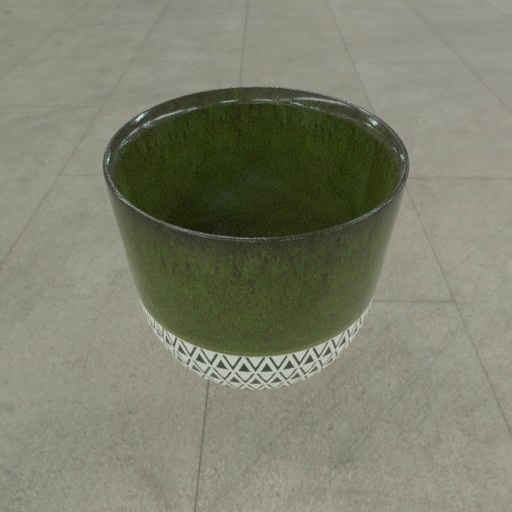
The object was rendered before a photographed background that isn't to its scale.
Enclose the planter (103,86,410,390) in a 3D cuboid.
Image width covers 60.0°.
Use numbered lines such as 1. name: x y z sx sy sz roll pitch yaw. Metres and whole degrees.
1. planter: 0.000 0.000 0.485 0.266 0.270 0.266 0 42 0
